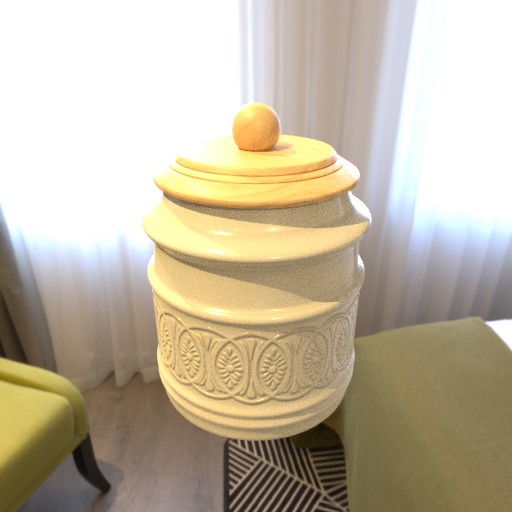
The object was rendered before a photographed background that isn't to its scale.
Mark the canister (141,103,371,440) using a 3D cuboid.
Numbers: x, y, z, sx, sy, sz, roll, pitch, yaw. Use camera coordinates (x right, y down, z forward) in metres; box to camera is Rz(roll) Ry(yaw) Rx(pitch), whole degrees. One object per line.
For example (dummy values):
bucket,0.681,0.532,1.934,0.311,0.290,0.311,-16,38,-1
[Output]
canister,0.000,0.000,0.269,0.130,0.176,0.130,0,26,0
